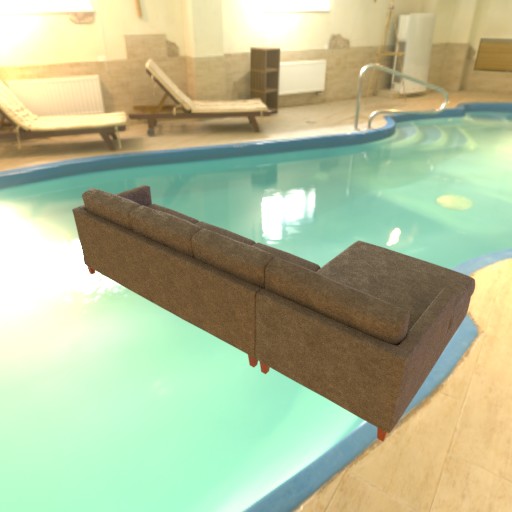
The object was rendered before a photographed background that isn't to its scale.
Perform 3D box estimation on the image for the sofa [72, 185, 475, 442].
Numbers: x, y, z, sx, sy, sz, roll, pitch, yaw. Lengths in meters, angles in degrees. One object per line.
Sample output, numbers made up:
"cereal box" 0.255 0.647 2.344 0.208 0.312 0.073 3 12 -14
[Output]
"sofa" 0.000 0.000 4.112 3.471 0.954 1.606 22 36 33
